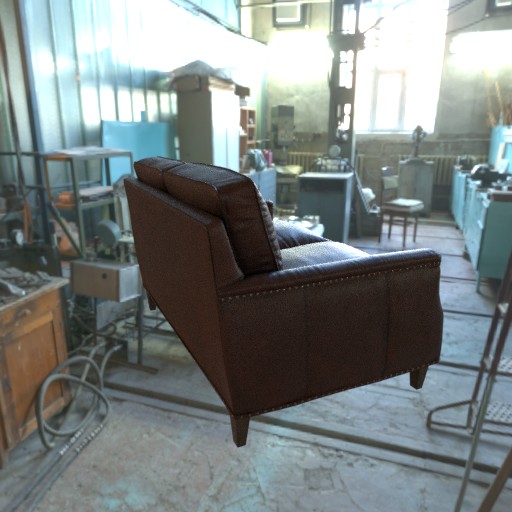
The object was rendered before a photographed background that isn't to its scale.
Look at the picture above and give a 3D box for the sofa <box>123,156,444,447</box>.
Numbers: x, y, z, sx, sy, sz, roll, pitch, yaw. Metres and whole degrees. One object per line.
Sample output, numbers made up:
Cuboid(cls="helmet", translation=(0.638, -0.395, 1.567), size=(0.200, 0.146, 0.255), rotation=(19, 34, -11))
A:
Cuboid(cls="sofa", translation=(0.000, 0.000, 2.329), size=(1.083, 1.003, 1.628), rotation=(-8, 18, -25))
